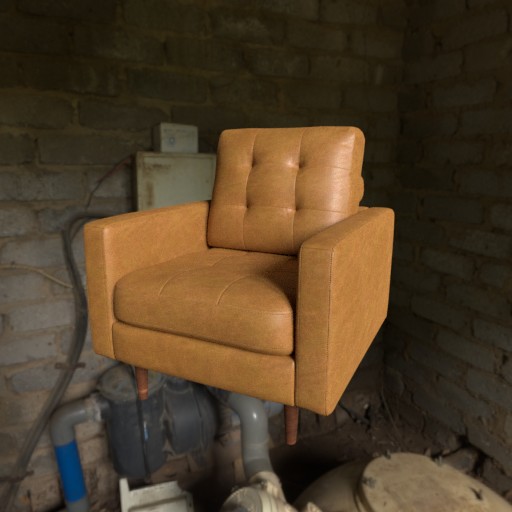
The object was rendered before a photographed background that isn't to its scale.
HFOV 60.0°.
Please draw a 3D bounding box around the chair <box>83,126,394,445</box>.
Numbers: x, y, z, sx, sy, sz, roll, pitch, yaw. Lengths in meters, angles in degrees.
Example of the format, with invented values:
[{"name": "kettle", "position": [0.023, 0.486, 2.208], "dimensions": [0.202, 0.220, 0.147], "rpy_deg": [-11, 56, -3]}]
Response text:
[{"name": "chair", "position": [0.000, 0.000, 1.560], "dimensions": [0.831, 0.896, 0.868], "rpy_deg": [6, 14, 25]}]
